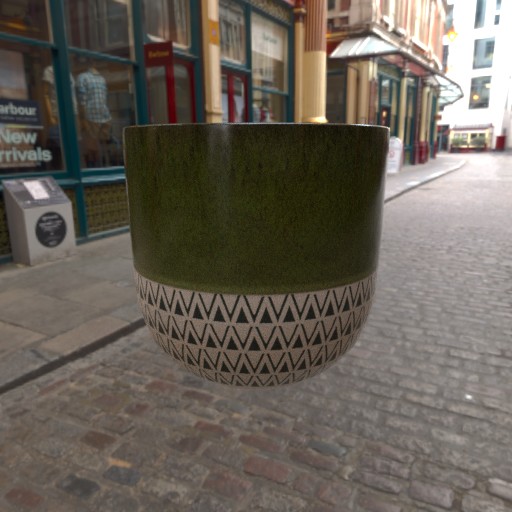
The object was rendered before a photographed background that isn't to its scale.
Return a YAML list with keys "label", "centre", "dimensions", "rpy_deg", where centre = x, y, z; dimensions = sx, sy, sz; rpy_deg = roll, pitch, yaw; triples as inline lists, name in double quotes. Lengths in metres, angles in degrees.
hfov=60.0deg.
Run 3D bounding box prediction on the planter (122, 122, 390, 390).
- label: "planter"
  centre: [0.000, 0.000, 0.489]
  dimensions: [0.266, 0.270, 0.266]
  rpy_deg: [0, 14, 0]
